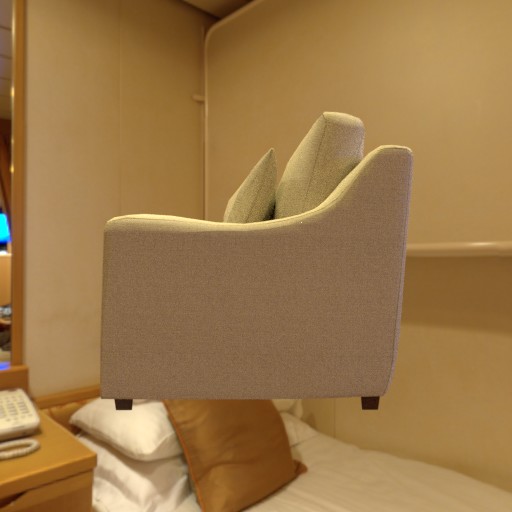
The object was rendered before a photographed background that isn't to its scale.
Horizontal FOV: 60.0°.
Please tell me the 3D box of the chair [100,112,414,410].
[{"bbox_3d":[0.000,0.000,1.969,1.009,1.016,1.178,0,-1,0],"label":"chair"}]
